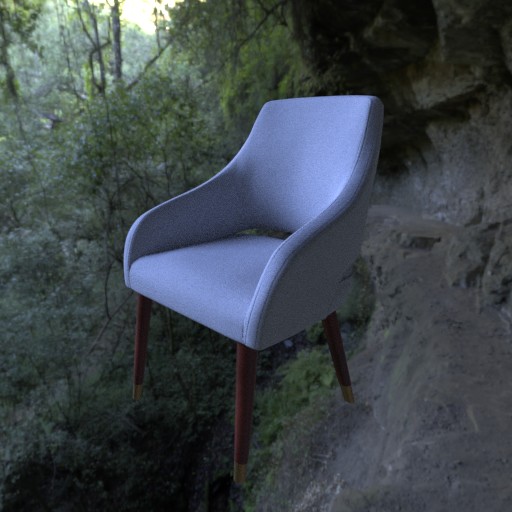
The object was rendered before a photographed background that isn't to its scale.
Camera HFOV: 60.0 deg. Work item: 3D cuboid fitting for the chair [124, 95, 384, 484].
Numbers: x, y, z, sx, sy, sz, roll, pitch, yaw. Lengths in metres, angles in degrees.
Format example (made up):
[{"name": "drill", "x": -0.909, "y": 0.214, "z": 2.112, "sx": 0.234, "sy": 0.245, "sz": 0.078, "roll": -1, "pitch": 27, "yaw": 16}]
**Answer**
[{"name": "chair", "x": 0.000, "y": 0.000, "z": 1.280, "sx": 0.600, "sy": 0.889, "sz": 0.609, "roll": -16, "pitch": 23, "yaw": -42}]
